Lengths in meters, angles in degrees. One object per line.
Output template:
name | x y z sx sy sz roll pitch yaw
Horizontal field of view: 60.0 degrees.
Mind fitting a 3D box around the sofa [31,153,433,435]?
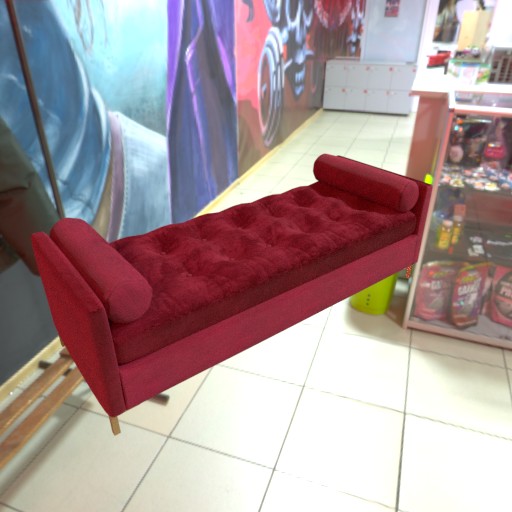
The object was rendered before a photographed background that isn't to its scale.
sofa | 0.000 0.000 2.491 2.102 0.705 0.796 -21 35 -32
